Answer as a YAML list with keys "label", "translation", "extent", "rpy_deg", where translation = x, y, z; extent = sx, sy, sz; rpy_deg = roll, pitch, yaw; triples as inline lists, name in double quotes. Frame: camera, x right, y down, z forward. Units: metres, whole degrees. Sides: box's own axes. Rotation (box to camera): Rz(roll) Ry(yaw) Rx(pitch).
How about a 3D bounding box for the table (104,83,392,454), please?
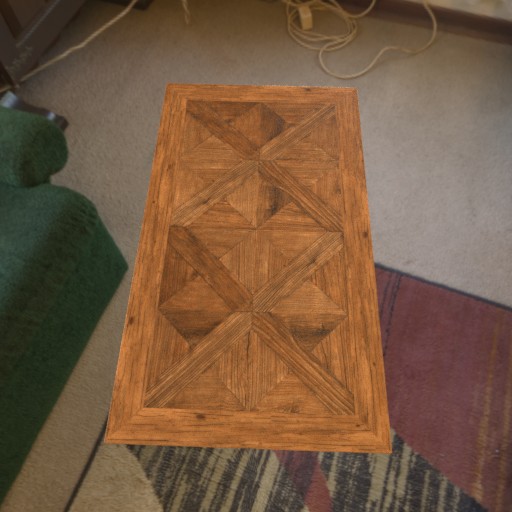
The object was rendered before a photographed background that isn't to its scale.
- label: "table"
  translation: [0.000, 0.000, 1.727]
  extent: [0.800, 0.410, 1.400]
  rpy_deg: [2, 63, 1]
